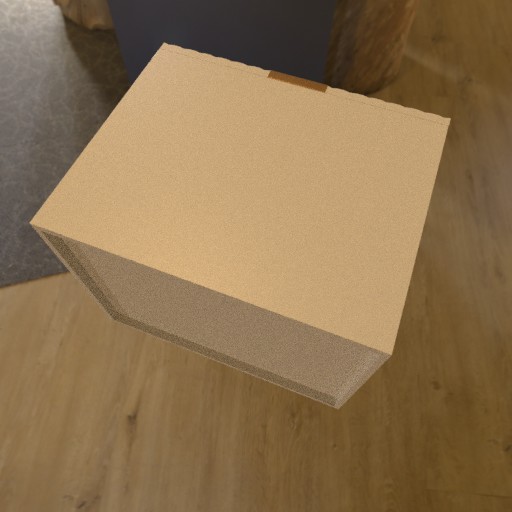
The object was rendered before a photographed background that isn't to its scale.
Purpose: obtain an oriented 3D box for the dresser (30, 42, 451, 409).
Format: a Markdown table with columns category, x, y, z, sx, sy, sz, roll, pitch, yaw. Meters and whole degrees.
| category | x | y | z | sx | sy | sz | roll | pitch | yaw |
| --- | --- | --- | --- | --- | --- | --- | --- | --- | --- |
| dresser | 0.000 | 0.000 | 0.902 | 0.503 | 0.568 | 0.414 | 19 | 63 | 10 |
